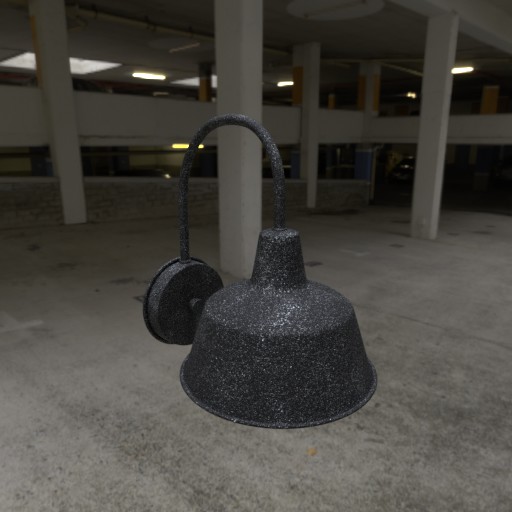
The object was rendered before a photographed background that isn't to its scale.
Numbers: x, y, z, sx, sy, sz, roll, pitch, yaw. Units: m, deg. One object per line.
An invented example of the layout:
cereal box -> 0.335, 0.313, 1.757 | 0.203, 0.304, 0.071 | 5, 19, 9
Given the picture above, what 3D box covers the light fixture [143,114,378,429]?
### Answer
light fixture -> 0.000, 0.000, 0.486 | 0.283, 0.300, 0.216 | 14, 20, 42
